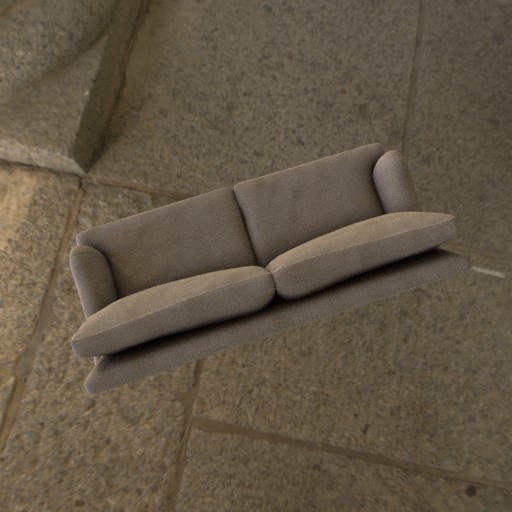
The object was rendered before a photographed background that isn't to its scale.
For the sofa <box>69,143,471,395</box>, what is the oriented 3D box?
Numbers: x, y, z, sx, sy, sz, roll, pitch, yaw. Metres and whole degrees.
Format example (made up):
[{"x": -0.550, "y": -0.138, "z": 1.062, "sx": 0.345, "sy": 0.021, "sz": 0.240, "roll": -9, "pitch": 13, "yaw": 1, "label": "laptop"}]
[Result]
[{"x": 0.000, "y": 0.000, "z": 2.844, "sx": 2.193, "sy": 1.096, "sz": 1.069, "roll": -18, "pitch": 76, "yaw": -4, "label": "sofa"}]
